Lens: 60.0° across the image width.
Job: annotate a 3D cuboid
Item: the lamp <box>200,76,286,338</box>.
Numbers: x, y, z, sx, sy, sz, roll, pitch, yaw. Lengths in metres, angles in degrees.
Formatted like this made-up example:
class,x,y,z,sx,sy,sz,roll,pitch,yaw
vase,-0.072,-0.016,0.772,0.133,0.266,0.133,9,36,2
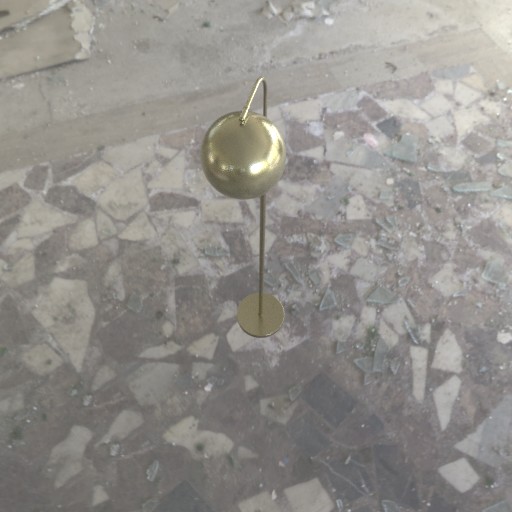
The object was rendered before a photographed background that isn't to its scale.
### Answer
class,x,y,z,sx,sy,sz,roll,pitch,yaw
lamp,0.000,0.000,1.671,0.250,1.526,0.431,13,60,8
